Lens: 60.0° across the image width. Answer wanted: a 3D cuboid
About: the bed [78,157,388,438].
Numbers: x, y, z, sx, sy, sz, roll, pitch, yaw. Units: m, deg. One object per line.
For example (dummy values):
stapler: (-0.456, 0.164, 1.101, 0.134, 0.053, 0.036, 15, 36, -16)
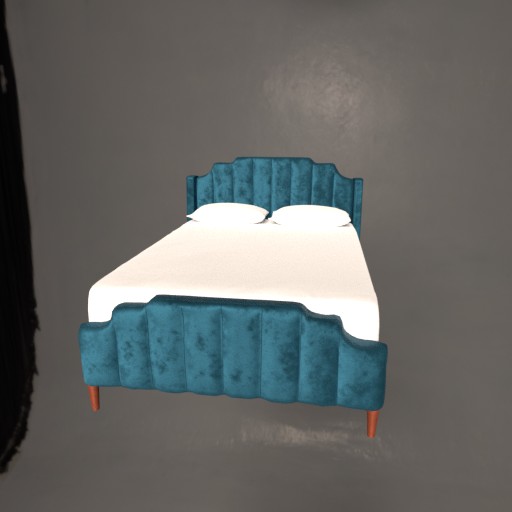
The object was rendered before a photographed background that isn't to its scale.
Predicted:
bed: (0.000, 0.000, 3.327, 1.678, 1.338, 2.322, 2, 16, 8)
